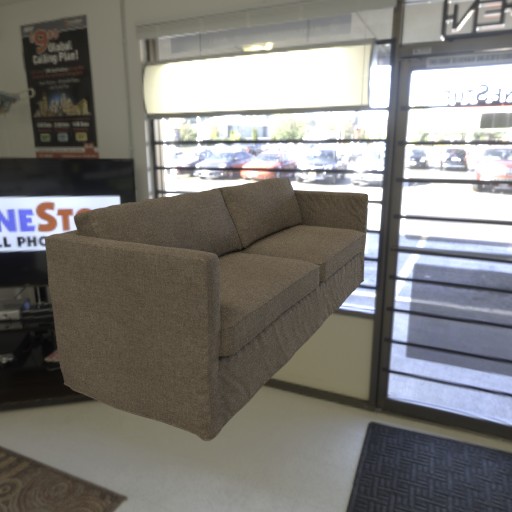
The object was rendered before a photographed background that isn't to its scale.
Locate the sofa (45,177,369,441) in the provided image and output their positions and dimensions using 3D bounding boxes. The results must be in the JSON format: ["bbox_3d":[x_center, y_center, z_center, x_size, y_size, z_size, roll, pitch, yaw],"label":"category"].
[{"bbox_3d":[0.000,0.000,3.282,1.036,0.998,2.779,7,16,27],"label":"sofa"}]
